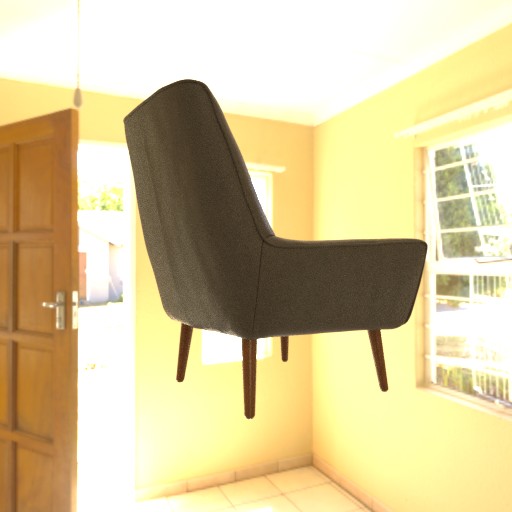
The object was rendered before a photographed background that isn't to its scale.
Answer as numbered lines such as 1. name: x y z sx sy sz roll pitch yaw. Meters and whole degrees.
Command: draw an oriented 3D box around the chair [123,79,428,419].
1. chair: 0.000 0.000 1.487 0.822 0.888 0.787 1 -1 -35
